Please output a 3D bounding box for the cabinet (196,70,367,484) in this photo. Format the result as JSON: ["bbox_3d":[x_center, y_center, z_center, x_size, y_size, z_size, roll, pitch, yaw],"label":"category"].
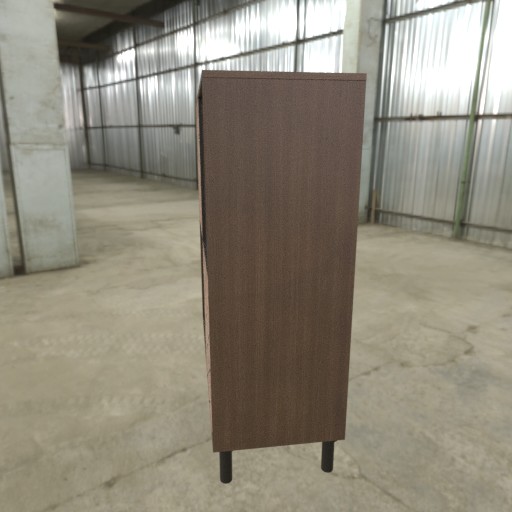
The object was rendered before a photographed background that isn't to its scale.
[{"bbox_3d":[0.000,0.000,1.686,0.400,1.170,1.010,-2,15,-8],"label":"cabinet"}]
